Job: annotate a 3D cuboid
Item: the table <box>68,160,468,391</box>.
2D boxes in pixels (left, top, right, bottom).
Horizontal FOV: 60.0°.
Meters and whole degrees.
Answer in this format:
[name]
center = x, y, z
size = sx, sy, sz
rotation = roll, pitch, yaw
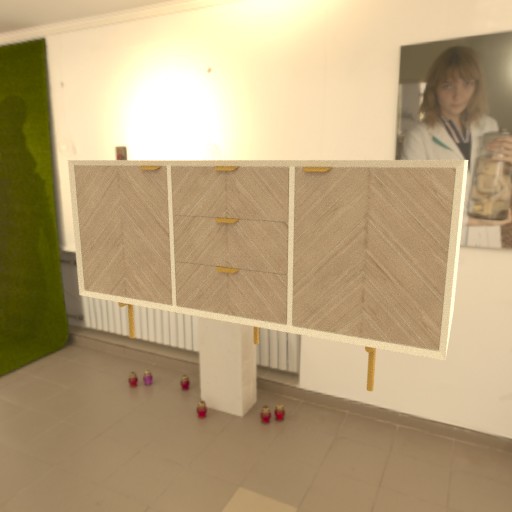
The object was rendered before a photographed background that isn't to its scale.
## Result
[table]
center = 0.000, 0.000, 1.821
size = 1.500, 0.769, 0.508
rotation = 6, 14, 25
